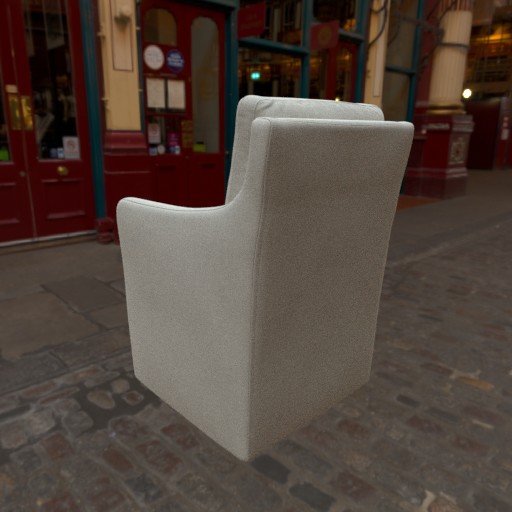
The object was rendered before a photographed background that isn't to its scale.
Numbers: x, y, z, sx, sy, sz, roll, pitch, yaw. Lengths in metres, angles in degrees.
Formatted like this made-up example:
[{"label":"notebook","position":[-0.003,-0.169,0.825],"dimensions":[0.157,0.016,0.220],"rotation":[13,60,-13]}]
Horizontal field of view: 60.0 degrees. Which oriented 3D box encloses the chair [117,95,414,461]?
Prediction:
[{"label":"chair","position":[0.000,0.000,1.398],"dimensions":[0.626,0.914,0.694],"rotation":[-14,21,-41]}]
